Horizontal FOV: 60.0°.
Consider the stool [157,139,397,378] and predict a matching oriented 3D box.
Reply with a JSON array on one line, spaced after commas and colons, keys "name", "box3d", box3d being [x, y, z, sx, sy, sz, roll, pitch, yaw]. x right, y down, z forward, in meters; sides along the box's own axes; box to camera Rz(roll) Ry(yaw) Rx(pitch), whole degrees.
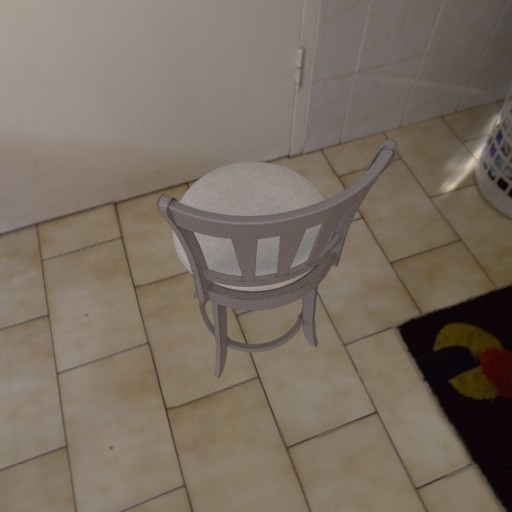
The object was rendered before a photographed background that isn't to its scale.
[{"name": "stool", "box3d": [0.000, 0.000, 1.258, 0.436, 1.023, 0.475, -15, 60, -9]}]
